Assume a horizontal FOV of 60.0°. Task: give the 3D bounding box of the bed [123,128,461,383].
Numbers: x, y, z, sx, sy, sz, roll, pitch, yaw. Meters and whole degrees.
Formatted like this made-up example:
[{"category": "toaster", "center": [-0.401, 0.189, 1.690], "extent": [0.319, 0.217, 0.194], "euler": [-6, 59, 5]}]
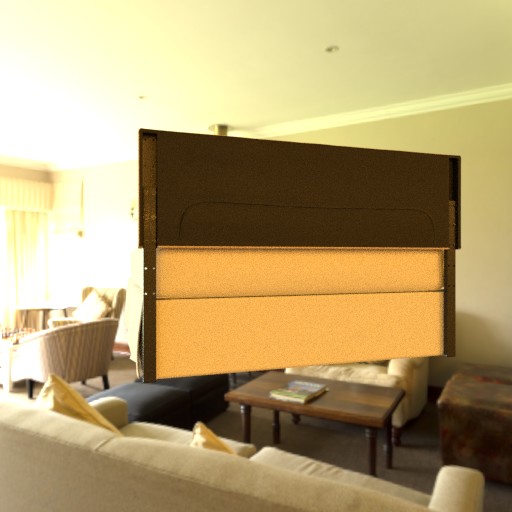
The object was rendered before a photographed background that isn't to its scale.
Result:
[{"category": "bed", "center": [0.000, 0.000, 2.880], "extent": [1.616, 1.016, 1.876], "euler": [0, 0, -18]}]
